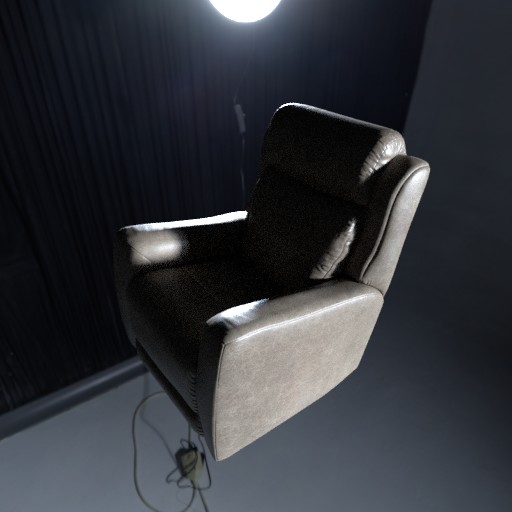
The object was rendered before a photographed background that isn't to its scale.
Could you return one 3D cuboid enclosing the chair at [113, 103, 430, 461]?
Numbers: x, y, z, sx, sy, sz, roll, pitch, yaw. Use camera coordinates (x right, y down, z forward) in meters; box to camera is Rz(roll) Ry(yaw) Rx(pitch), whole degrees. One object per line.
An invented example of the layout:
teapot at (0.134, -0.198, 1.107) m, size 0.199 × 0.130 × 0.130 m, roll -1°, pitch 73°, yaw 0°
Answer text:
chair at (0.000, 0.000, 1.977) m, size 1.068 × 1.116 × 0.967 m, roll -21°, pitch 38°, yaw -30°
